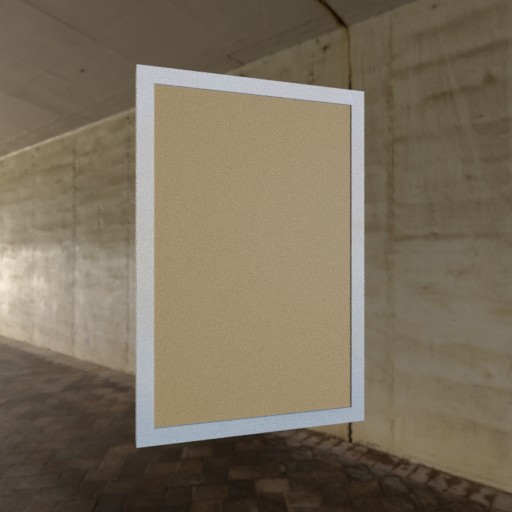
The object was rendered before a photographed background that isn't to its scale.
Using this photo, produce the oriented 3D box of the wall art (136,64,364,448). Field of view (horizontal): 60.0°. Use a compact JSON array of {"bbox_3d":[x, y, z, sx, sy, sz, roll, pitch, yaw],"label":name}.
[{"bbox_3d":[0.000,0.000,0.781,0.408,0.611,0.038,0,0,-17],"label":"wall art"}]
